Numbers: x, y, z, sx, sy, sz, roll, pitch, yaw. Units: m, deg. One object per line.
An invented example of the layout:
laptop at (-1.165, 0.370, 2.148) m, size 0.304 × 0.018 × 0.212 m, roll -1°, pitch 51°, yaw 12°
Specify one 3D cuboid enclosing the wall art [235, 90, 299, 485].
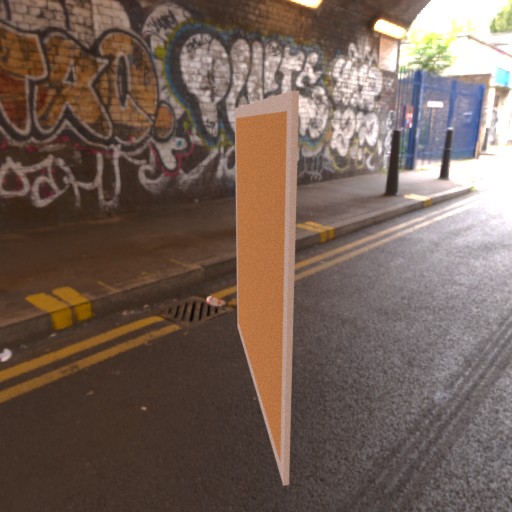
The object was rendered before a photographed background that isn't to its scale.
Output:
wall art at (0.000, 0.000, 1.242) m, size 0.013 × 0.813 × 0.812 m, roll -3°, pitch 17°, yaw -9°
